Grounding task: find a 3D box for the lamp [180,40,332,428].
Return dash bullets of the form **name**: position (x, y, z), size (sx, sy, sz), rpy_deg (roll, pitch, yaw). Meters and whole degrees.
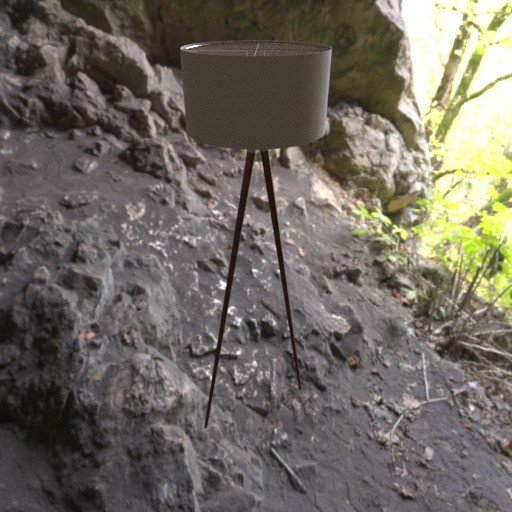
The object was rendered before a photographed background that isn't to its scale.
- **lamp**: position (0.000, 0.000, 1.814), size (0.483, 1.553, 0.483), rpy_deg (1, 31, 2)
